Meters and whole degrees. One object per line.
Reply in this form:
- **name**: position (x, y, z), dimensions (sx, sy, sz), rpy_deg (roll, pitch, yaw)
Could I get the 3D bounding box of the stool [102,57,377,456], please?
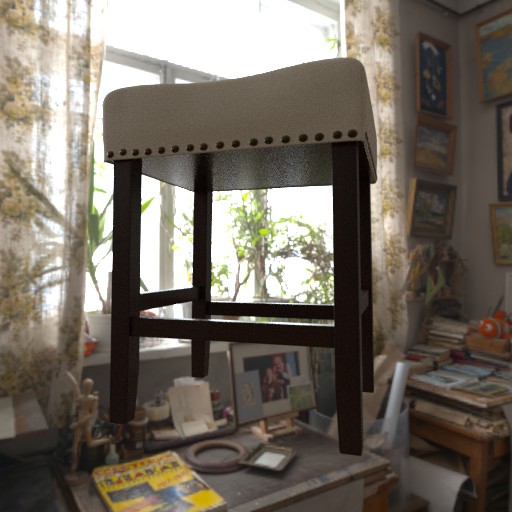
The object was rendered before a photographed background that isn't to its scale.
- **stool**: position (0.000, 0.000, 0.915), dimensions (0.471, 0.609, 0.401), rpy_deg (0, -1, 18)
